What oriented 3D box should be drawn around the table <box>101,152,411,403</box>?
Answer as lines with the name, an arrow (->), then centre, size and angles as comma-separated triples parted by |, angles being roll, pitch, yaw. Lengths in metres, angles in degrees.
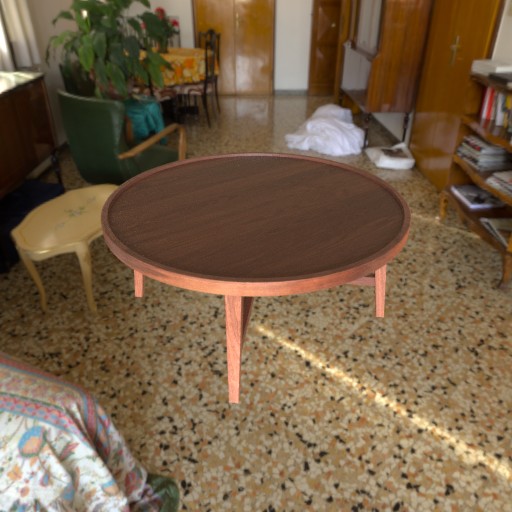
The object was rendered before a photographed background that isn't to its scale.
table -> 0.000, 0.000, 1.283 | 0.800, 0.360, 0.800 | 0, 31, 0
